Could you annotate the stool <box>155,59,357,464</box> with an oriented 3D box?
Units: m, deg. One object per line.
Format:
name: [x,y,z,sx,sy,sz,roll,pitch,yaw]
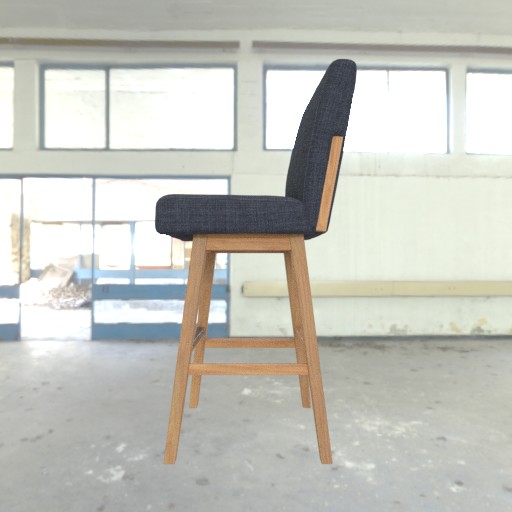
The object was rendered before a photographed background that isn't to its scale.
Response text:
stool: [0.000,0.000,1.423,0.570,1.112,0.483,0,-1,0]
